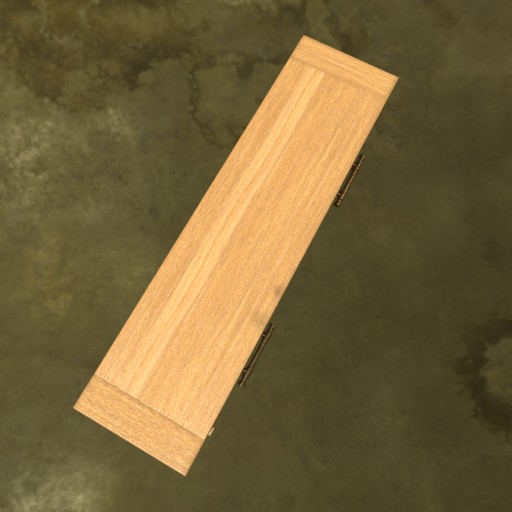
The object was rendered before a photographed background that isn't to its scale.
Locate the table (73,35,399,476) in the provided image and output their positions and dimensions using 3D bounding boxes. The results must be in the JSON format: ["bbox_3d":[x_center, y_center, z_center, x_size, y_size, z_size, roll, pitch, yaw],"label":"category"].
[{"bbox_3d":[0.000,0.000,1.913,0.442,0.762,1.599,28,77,7],"label":"table"}]
